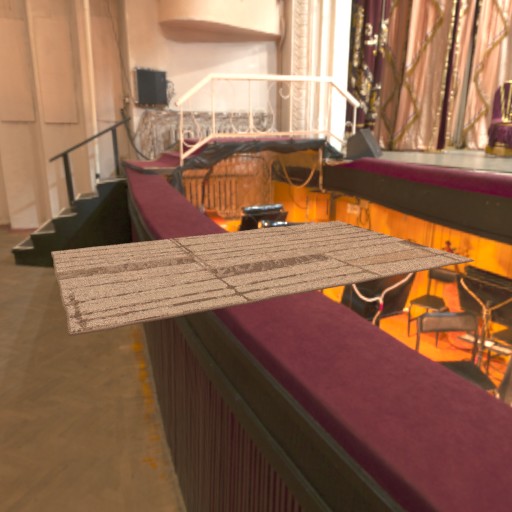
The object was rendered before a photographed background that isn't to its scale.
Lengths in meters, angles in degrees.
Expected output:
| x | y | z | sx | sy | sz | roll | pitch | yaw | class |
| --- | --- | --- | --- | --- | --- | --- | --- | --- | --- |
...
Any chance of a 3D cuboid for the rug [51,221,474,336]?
| x | y | z | sx | sy | sz | roll | pitch | yaw | class |
| --- | --- | --- | --- | --- | --- | --- | --- | --- | --- |
| 0.000 | 0.000 | 1.050 | 0.867 | 0.007 | 0.515 | -8 | 18 | -26 | rug |
